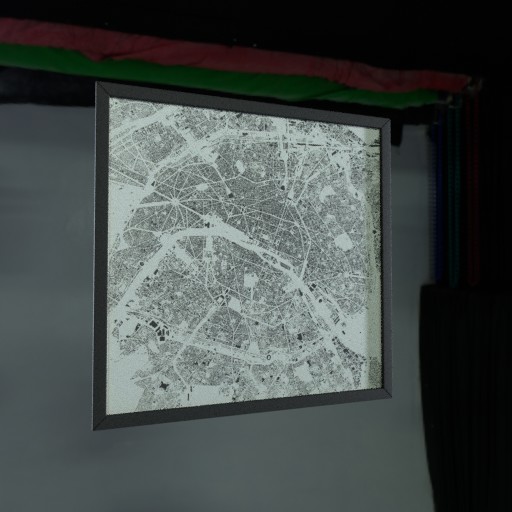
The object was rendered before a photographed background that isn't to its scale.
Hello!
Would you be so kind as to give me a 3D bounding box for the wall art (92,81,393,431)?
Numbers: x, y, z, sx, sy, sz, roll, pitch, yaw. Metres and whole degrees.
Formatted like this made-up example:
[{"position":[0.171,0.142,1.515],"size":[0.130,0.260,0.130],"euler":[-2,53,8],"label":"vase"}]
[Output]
[{"position":[0.000,0.000,0.740],"size":[0.508,0.508,0.037],"euler":[1,-2,-19],"label":"wall art"}]
